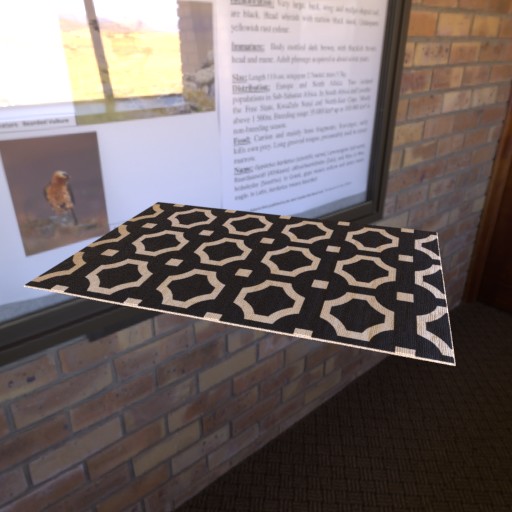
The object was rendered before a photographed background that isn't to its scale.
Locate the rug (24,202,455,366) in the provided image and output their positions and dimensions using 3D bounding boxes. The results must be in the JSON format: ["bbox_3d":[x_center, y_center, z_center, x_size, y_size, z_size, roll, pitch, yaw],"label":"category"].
[{"bbox_3d":[0.000,0.000,2.881,2.286,0.016,1.555,8,27,16],"label":"rug"}]
